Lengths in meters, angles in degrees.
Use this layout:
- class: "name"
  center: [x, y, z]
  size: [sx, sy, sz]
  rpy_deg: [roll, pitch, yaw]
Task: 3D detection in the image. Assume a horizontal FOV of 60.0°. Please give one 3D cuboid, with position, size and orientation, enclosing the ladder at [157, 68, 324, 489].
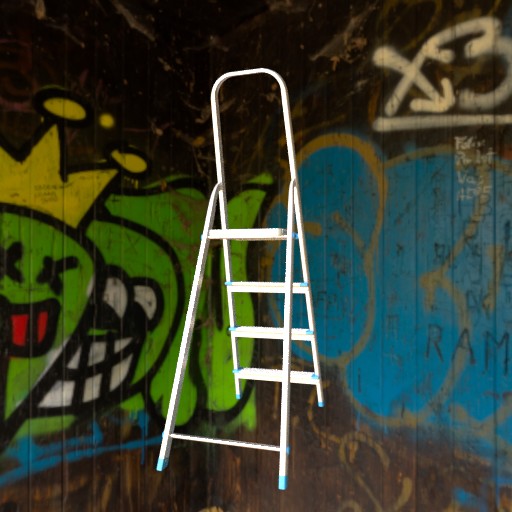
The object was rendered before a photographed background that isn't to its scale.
- class: "ladder"
  center: [0.000, 0.000, 1.823]
  size: [0.445, 1.434, 0.842]
  rpy_deg: [0, -1, 17]
